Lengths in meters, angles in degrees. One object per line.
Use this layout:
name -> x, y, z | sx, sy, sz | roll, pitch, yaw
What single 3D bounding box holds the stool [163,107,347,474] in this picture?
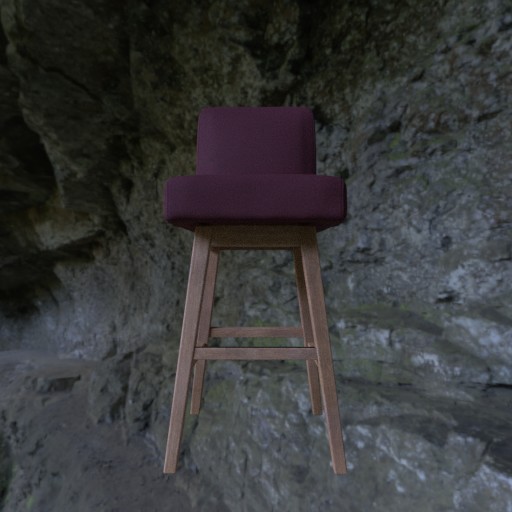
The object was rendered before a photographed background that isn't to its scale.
stool -> 0.000, 0.000, 1.357 | 0.468, 1.093, 0.562 | 0, -1, 0
